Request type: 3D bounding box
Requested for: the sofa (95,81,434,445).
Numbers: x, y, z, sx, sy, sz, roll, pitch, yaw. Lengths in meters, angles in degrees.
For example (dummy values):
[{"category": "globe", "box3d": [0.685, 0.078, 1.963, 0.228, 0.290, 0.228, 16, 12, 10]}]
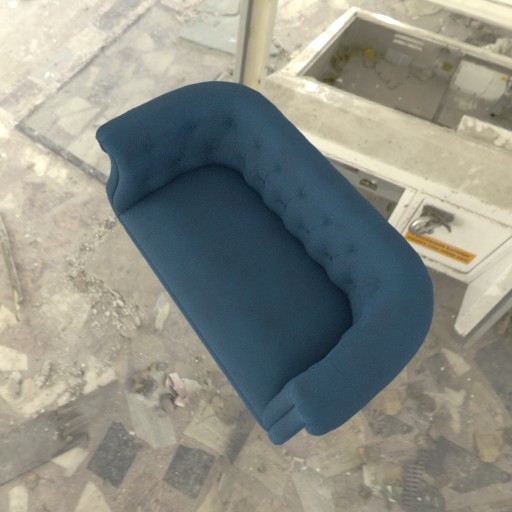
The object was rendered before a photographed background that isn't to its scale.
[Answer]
[{"category": "sofa", "box3d": [0.000, 0.000, 2.059, 0.835, 0.827, 1.558, -34, 70, -14]}]
